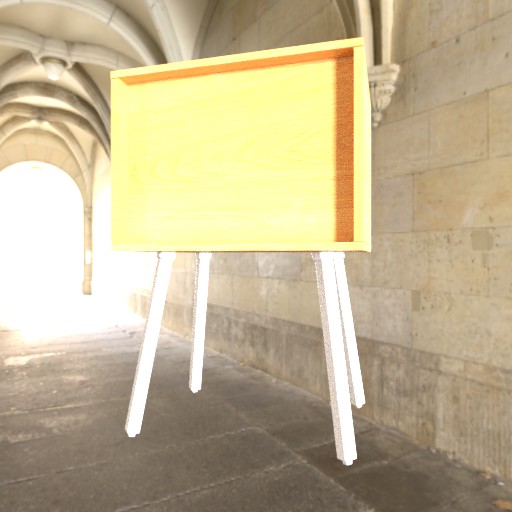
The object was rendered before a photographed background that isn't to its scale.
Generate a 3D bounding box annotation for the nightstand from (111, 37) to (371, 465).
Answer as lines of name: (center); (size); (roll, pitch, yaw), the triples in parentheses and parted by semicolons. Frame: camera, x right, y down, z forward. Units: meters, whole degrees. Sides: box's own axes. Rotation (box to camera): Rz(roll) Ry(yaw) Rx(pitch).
nightstand: (0.000, 0.000, 0.817); (0.400, 0.601, 0.316); (0, 0, 16)
